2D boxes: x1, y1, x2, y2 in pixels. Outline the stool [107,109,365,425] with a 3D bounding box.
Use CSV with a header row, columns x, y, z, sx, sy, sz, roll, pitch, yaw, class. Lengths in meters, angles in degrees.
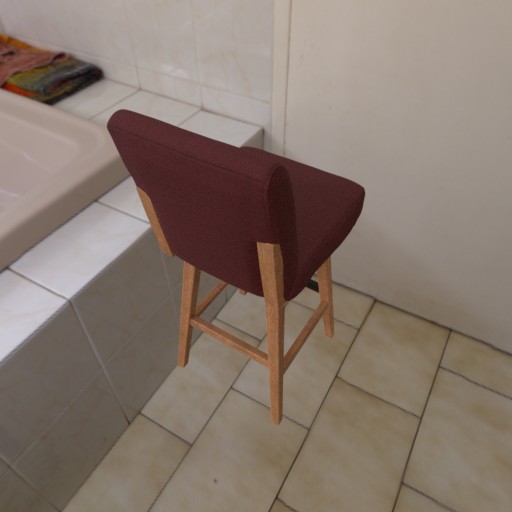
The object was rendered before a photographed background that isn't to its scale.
x,y,z,sx,sy,sz,roll,pitch,yaw,class
0.000,0.000,1.389,0.468,1.093,0.562,24,50,22,stool
